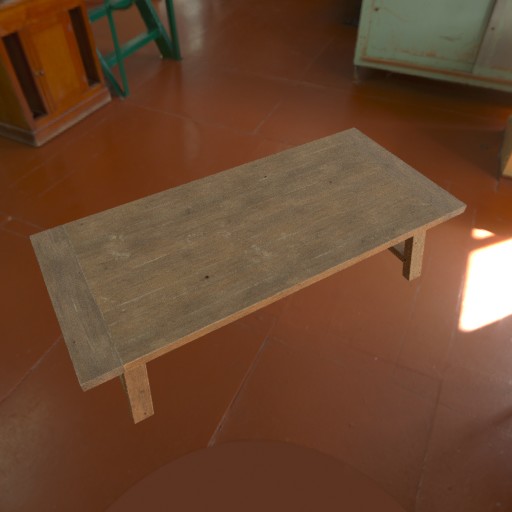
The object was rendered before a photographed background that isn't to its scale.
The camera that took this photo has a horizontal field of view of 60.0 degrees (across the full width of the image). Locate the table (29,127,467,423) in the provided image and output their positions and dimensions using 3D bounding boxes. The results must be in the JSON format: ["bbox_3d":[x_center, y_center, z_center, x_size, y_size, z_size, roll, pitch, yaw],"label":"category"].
[{"bbox_3d":[0.000,0.000,2.161,1.800,0.465,0.820,-23,50,-21],"label":"table"}]
